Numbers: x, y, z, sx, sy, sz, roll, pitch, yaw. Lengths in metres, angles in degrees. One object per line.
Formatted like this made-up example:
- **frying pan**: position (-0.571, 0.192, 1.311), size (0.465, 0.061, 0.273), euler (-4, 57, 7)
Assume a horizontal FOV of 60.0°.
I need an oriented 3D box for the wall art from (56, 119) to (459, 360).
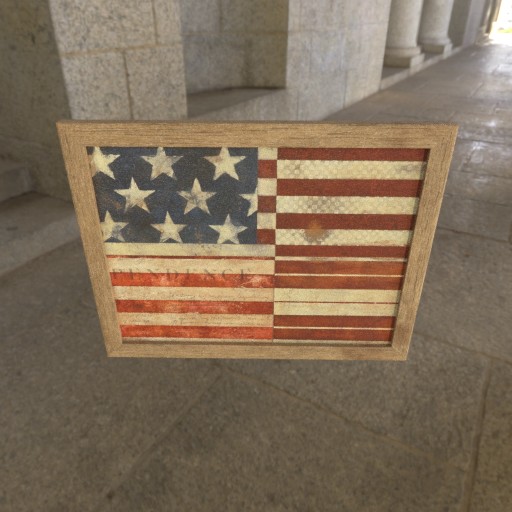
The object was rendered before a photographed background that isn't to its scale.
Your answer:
- **wall art**: position (0.000, 0.000, 0.901), size (0.690, 0.535, 0.026), euler (1, 30, 1)
